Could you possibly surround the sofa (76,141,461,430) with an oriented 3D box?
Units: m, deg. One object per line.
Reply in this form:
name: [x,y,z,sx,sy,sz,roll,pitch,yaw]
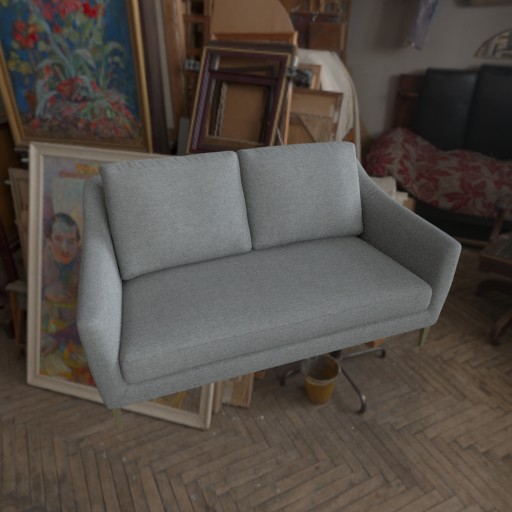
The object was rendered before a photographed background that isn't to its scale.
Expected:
sofa: [0.000,0.000,2.170,1.619,0.904,0.960,-10,32,-17]
